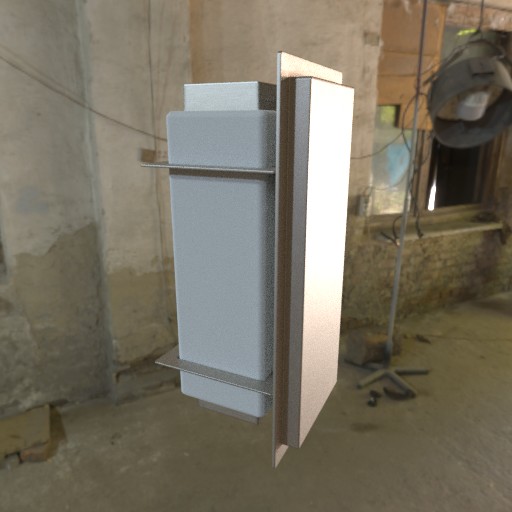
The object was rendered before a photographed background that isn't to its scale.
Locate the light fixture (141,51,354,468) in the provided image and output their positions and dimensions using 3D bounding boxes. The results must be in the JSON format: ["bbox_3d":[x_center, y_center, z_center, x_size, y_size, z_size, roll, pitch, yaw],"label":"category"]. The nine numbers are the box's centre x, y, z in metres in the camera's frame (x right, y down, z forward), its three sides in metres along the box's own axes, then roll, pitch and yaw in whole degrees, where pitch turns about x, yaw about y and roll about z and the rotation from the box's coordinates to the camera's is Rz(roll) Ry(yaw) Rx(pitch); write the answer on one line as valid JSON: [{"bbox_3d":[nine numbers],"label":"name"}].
[{"bbox_3d":[0.000,0.000,0.482,0.160,0.380,0.168,8,19,25],"label":"light fixture"}]
